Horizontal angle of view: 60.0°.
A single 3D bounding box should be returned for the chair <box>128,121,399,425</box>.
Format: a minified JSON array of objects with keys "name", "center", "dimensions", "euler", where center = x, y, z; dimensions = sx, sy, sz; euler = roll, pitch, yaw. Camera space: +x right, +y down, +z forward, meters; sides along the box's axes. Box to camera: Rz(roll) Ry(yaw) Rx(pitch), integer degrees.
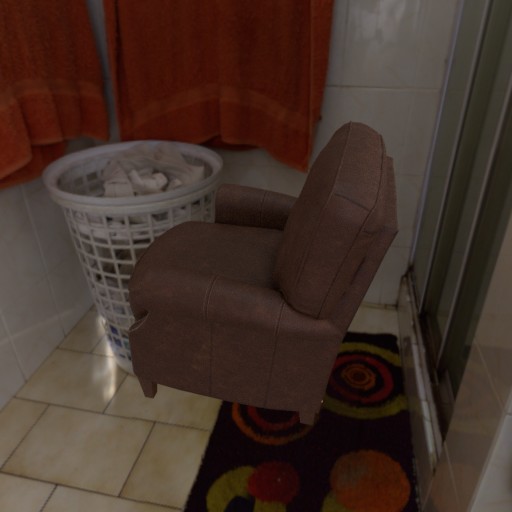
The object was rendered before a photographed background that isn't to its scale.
[{"name":"chair","center":[0.000,0.000,1.791],"dimensions":[0.986,1.018,0.936],"euler":[7,31,12]}]
